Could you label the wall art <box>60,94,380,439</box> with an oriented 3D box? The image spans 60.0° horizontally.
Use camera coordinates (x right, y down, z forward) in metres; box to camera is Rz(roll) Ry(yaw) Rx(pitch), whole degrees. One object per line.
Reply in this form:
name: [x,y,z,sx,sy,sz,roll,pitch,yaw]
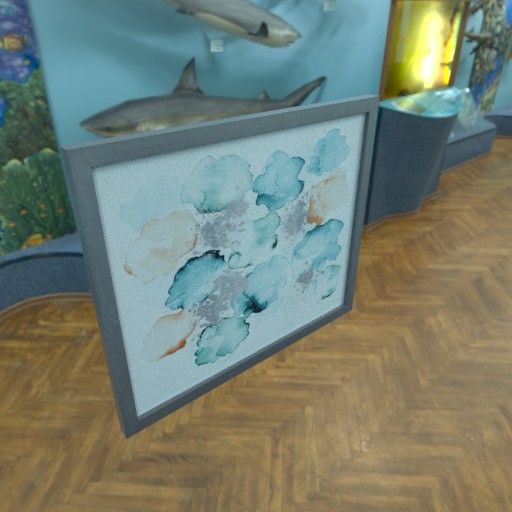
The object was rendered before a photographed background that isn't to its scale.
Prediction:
wall art: [0.000,0.000,0.903,0.660,0.558,0.026,-22,36,-34]
